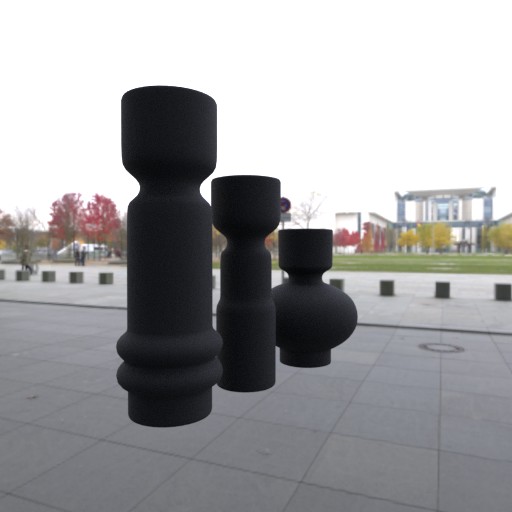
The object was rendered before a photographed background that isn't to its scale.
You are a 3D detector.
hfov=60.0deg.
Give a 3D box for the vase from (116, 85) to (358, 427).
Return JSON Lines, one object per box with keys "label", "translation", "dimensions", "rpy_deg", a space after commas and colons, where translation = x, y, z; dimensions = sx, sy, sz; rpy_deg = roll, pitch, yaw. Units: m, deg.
{"label": "vase", "translation": [0.000, 0.000, 0.443], "dimensions": [0.120, 0.249, 0.307], "rpy_deg": [1, 1, 38]}
